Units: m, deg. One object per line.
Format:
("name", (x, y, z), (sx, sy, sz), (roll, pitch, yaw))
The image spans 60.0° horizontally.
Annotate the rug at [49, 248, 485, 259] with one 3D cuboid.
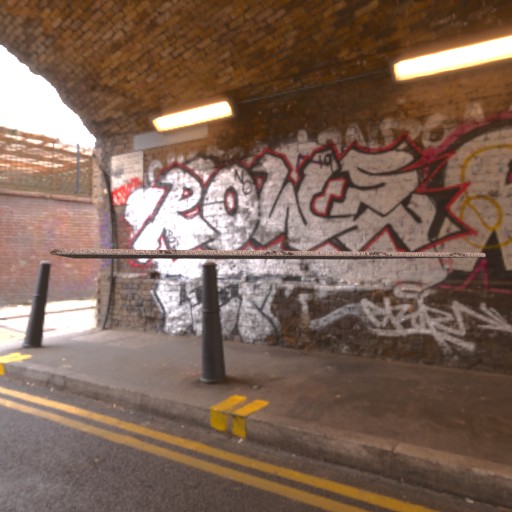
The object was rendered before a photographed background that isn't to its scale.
("rug", (0.000, 0.000, 3.437), (2.743, 0.030, 1.778), (0, -1, -19))
